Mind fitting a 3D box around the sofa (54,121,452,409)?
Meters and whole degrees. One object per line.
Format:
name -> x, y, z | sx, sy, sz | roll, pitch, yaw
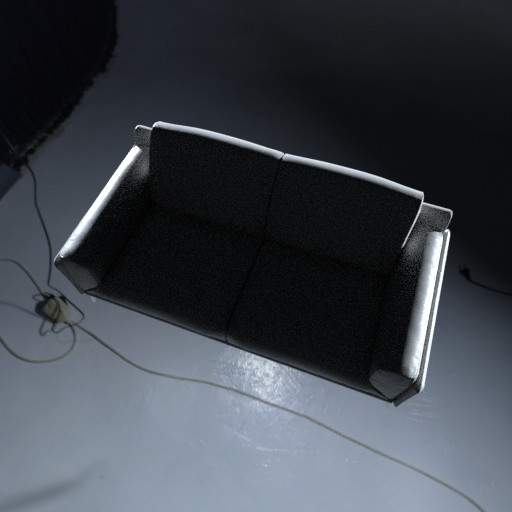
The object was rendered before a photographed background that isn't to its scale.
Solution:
sofa -> 0.000, 0.000, 2.669 | 2.101, 0.930, 1.049 | 18, 61, 10
